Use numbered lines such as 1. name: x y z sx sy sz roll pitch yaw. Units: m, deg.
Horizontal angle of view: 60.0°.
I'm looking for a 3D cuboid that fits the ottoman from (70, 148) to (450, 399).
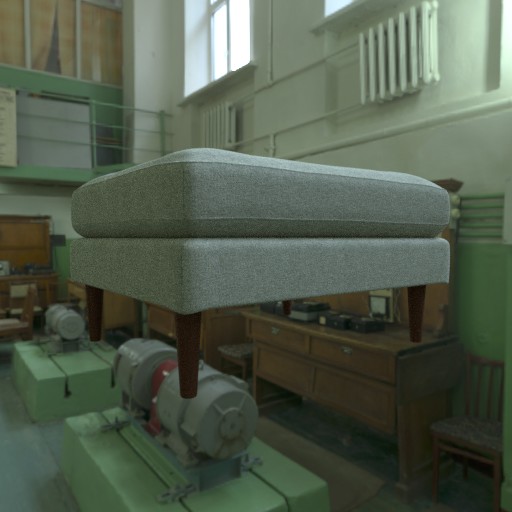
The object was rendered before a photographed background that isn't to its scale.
1. ottoman: 0.000 0.000 1.229 0.821 0.474 0.693 -2 3 -37
